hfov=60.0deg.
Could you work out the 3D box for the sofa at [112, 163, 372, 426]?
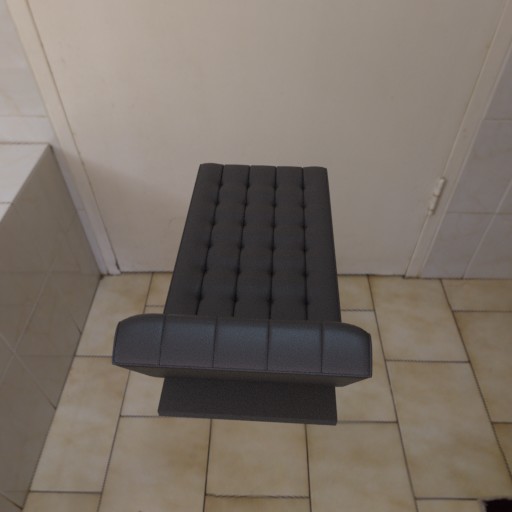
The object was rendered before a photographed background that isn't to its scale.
[{"bbox_3d":[0.000,0.000,2.030,0.760,0.820,1.560,2,46,2],"label":"sofa"}]
